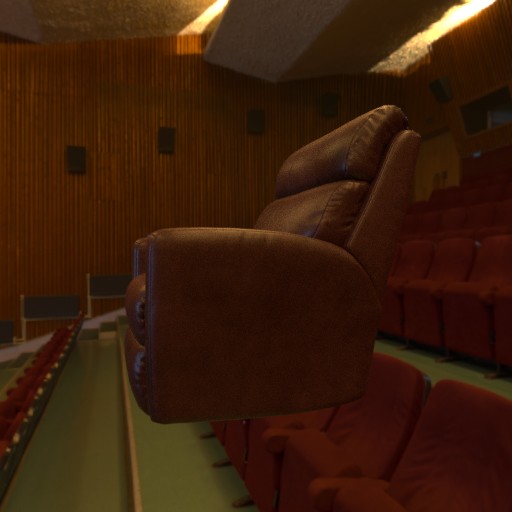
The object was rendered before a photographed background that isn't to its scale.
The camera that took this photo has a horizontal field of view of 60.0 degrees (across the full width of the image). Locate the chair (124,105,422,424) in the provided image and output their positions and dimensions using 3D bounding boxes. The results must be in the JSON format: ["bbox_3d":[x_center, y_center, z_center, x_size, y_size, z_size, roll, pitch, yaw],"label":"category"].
[{"bbox_3d":[0.000,0.000,1.662,0.939,1.016,0.787,0,0,-19],"label":"chair"}]
